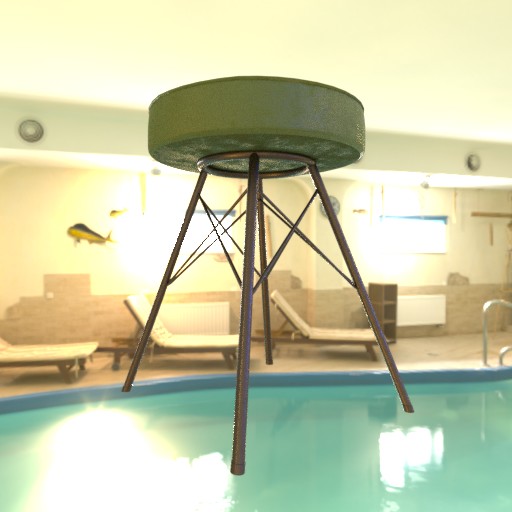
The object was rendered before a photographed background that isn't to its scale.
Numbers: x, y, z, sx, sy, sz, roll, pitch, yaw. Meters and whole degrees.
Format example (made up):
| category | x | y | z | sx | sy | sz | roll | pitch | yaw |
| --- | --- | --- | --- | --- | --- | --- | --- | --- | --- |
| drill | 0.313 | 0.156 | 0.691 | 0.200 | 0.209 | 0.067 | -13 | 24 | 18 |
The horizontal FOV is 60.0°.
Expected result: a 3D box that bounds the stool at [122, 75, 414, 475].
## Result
| category | x | y | z | sx | sy | sz | roll | pitch | yaw |
| --- | --- | --- | --- | --- | --- | --- | --- | --- | --- |
| stool | 0.000 | 0.000 | 0.903 | 0.430 | 0.595 | 0.457 | -1 | 1 | -36 |
